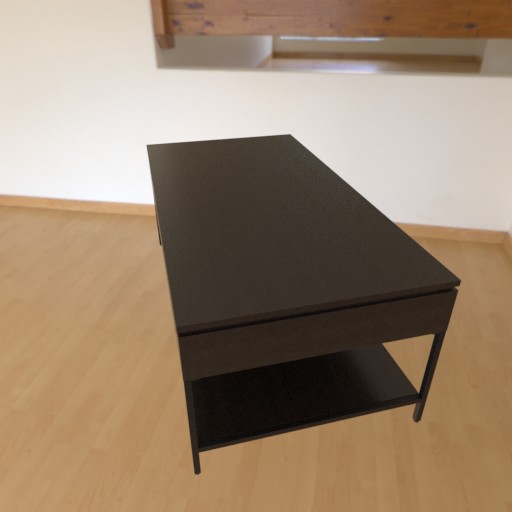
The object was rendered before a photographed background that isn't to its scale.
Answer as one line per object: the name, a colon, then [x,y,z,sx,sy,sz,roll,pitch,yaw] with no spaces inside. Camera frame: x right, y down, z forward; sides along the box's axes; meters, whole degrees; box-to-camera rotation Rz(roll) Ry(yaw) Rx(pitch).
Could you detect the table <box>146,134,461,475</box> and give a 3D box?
table: [0.000,0.000,1.401,0.574,0.435,1.095,-8,32,-12]
